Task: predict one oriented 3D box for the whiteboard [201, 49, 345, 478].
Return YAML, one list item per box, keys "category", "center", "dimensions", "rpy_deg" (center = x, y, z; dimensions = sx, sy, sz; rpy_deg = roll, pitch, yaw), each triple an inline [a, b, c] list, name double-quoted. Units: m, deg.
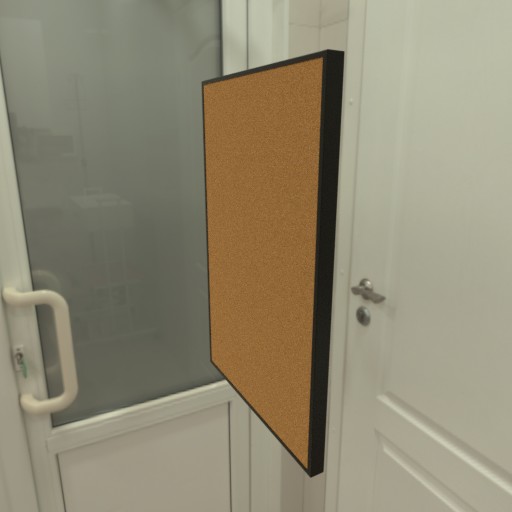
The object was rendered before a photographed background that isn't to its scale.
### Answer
- category: "whiteboard"
  center: [0.000, 0.000, 0.781]
  dimensions: [0.026, 0.611, 0.406]
  rpy_deg: [-8, 18, -27]
